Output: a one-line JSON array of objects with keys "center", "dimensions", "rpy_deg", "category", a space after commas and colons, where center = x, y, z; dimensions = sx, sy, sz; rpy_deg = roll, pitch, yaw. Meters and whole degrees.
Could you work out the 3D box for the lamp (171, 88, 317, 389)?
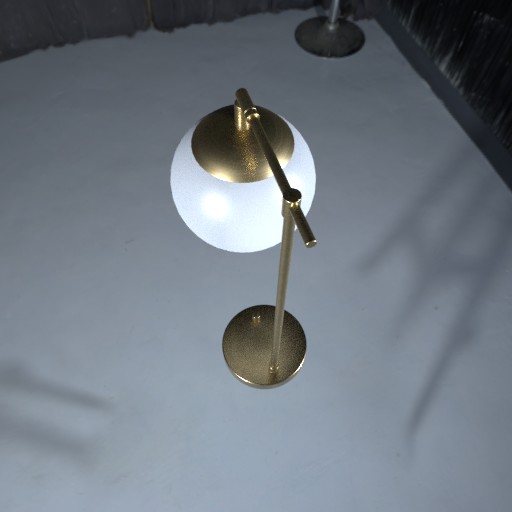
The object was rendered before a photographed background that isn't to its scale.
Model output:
[{"center": [0.000, 0.000, 0.708], "dimensions": [0.207, 0.559, 0.324], "rpy_deg": [-15, 60, -9], "category": "lamp"}]
